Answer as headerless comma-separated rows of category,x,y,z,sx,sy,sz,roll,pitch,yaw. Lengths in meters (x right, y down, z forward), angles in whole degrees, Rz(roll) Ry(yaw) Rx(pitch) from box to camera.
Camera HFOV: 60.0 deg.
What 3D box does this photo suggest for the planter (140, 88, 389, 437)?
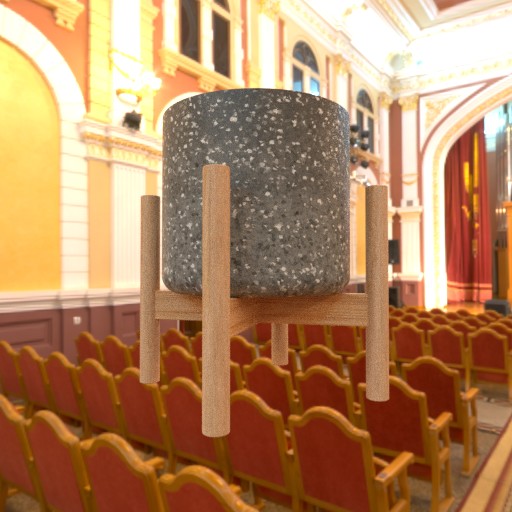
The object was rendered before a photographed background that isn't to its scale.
planter,0.000,0.000,0.535,0.284,0.320,0.284,-1,-1,37
